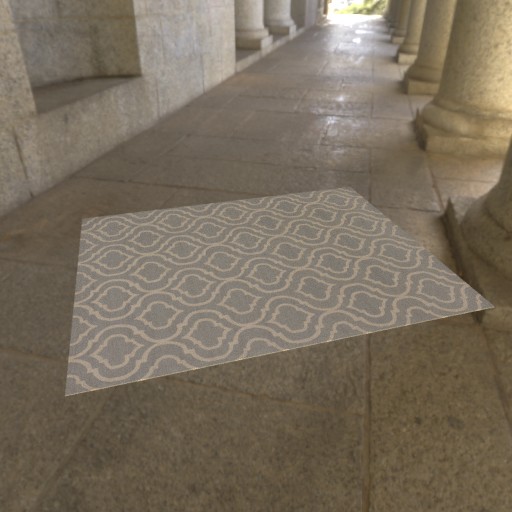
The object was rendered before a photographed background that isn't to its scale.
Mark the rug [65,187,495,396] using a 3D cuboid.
[{"bbox_3d":[0.000,0.000,3.763,2.892,0.006,2.283,-9,33,-14],"label":"rug"}]
